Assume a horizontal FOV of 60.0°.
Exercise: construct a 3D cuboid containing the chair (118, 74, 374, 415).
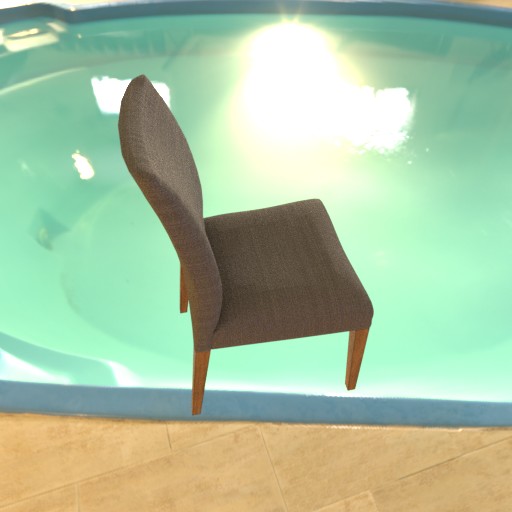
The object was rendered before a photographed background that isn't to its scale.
[{"bbox_3d":[0.000,0.000,1.292,0.585,0.940,0.496,-9,47,-8],"label":"chair"}]
